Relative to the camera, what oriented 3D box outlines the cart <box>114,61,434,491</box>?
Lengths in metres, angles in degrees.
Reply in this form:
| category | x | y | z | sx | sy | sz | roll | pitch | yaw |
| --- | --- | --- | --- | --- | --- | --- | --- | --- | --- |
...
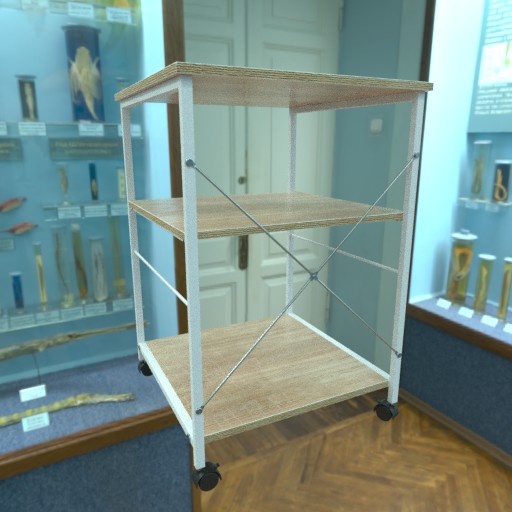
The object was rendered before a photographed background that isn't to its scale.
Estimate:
| category | x | y | z | sx | sy | sz | roll | pitch | yaw |
| --- | --- | --- | --- | --- | --- | --- | --- | --- | --- |
| cart | 0.000 | 0.000 | 1.075 | 0.521 | 0.762 | 0.520 | -7 | 16 | -26 |
